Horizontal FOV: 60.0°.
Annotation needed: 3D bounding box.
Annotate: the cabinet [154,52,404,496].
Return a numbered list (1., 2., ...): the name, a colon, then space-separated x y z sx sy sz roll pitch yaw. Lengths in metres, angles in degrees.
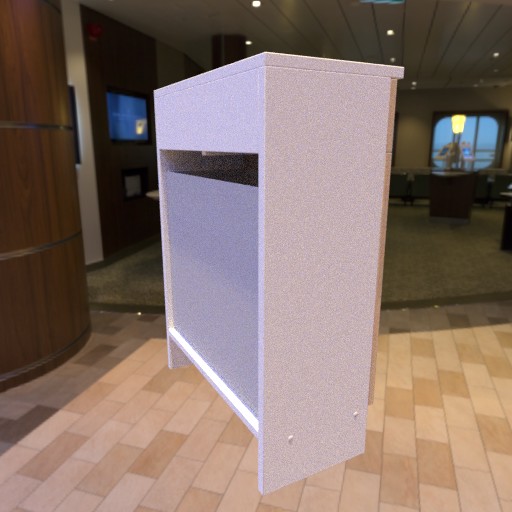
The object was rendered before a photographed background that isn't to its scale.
1. cabinet: 0.000 0.000 1.101 0.296 0.815 0.600 -8 16 -28
